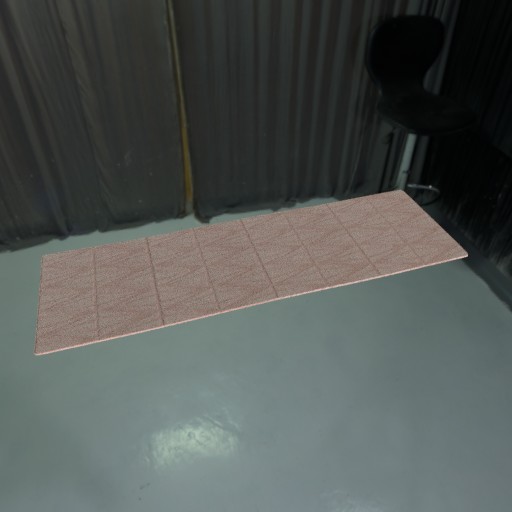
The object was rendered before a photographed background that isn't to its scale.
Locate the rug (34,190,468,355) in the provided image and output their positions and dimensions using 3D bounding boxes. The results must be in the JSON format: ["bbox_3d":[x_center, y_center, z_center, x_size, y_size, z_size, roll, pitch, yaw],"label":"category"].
[{"bbox_3d":[0.000,0.000,2.636,2.435,0.015,0.760,-12,42,-13],"label":"rug"}]
